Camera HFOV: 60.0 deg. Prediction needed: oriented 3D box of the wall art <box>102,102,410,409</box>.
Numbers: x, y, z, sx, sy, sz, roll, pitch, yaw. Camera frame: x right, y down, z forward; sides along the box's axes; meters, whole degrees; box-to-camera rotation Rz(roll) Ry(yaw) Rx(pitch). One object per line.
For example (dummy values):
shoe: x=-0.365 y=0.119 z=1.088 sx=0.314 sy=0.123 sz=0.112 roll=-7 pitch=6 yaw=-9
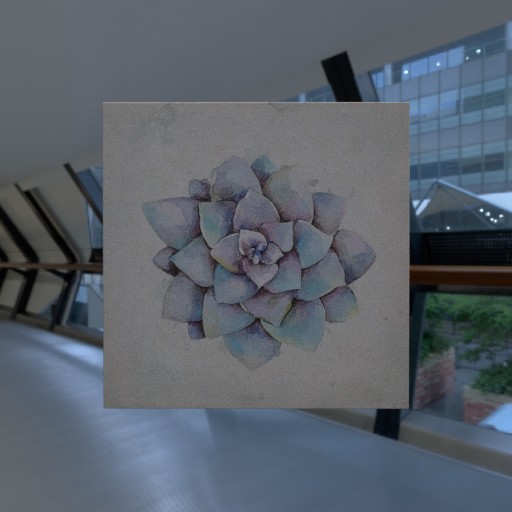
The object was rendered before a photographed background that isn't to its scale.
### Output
wall art: x=0.000 y=0.000 z=0.903 sx=0.612 sy=0.612 sz=0.040 roll=0 pitch=1 yaw=0
